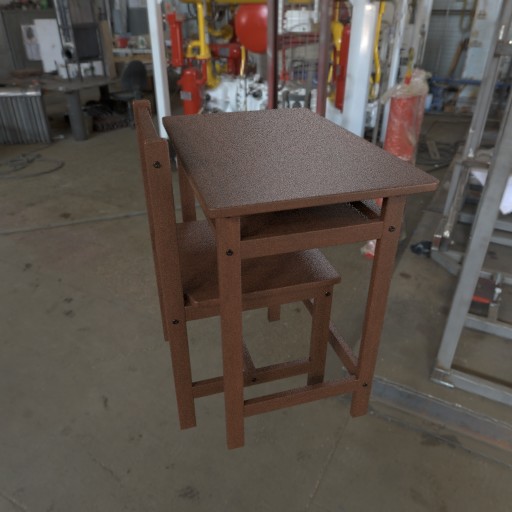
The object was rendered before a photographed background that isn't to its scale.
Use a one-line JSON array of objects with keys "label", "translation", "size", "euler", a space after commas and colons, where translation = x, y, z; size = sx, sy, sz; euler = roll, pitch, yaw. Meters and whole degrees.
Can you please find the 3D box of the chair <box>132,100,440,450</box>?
[{"label": "chair", "translation": [0.000, 0.000, 1.052], "size": [0.463, 0.673, 0.599], "euler": [-9, 31, -14]}]
